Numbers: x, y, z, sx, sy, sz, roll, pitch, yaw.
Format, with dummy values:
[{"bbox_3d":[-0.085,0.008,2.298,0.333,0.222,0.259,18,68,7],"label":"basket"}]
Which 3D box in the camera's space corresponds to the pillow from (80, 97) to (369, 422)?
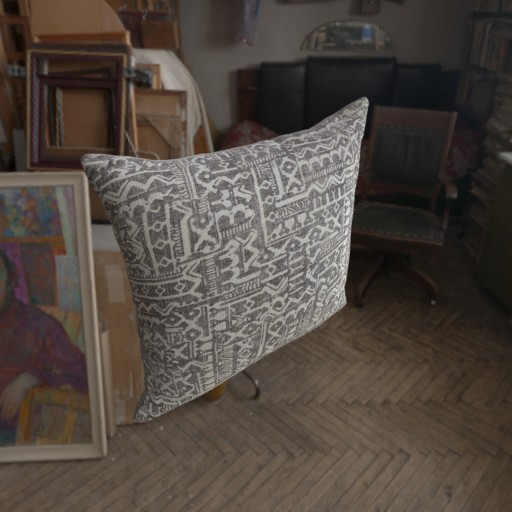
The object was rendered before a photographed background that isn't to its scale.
[{"bbox_3d":[0.000,0.000,0.800,0.546,0.487,0.180,-23,38,-33],"label":"pillow"}]
